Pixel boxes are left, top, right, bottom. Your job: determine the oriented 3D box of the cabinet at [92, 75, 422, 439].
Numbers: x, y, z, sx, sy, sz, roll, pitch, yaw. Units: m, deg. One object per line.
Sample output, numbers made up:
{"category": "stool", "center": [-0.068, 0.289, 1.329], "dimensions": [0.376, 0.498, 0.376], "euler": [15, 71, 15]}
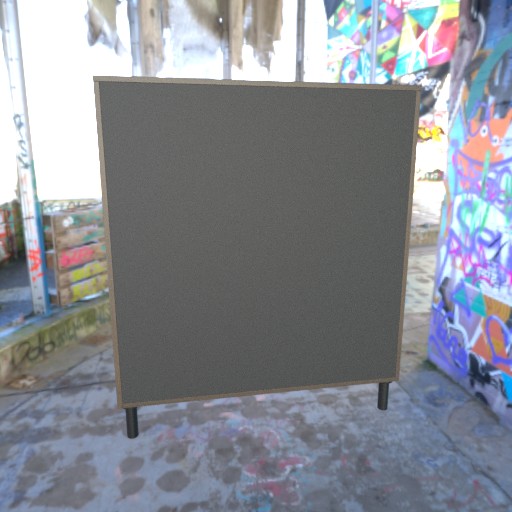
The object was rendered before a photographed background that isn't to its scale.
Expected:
{"category": "cabinet", "center": [0.000, 0.000, 1.652], "dimensions": [1.010, 1.170, 0.400], "euler": [-2, 13, -10]}
